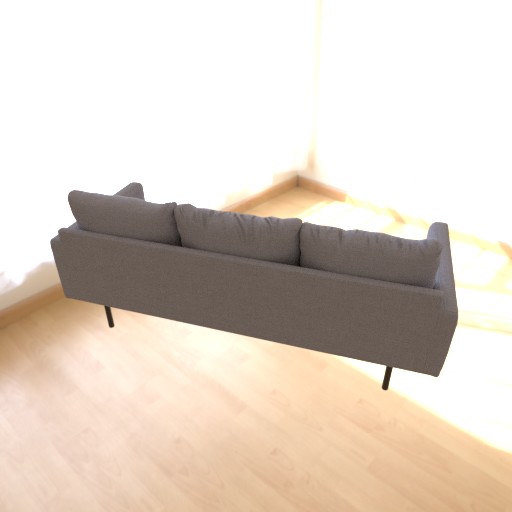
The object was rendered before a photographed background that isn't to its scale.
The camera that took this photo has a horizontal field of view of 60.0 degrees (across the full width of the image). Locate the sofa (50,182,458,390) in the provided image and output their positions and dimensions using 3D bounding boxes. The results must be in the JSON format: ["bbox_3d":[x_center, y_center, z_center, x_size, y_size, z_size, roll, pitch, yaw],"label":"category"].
[{"bbox_3d":[0.000,0.000,2.469,2.000,0.830,0.850,9,33,15],"label":"sofa"}]
